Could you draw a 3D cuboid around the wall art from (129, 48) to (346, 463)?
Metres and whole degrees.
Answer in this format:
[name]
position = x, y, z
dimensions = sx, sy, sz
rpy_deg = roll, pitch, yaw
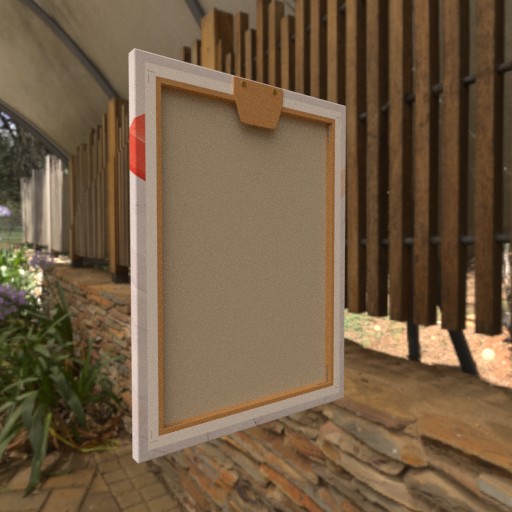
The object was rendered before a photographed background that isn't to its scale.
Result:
[wall art]
position = 0.000, 0.000, 1.322
dimensions = 0.759, 1.014, 0.045
rpy_deg = -2, 3, -37
